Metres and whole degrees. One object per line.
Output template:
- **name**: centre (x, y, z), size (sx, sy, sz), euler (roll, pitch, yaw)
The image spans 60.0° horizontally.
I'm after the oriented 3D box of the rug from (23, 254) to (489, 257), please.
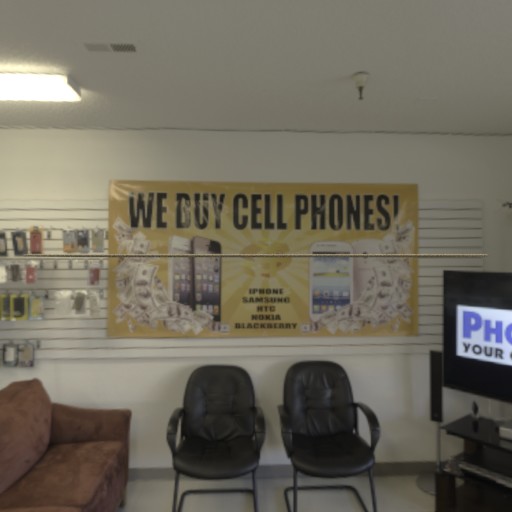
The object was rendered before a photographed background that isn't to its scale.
- **rug**: centre (0.000, 0.000, 2.695), size (2.448, 0.012, 0.769), euler (0, 0, 0)
